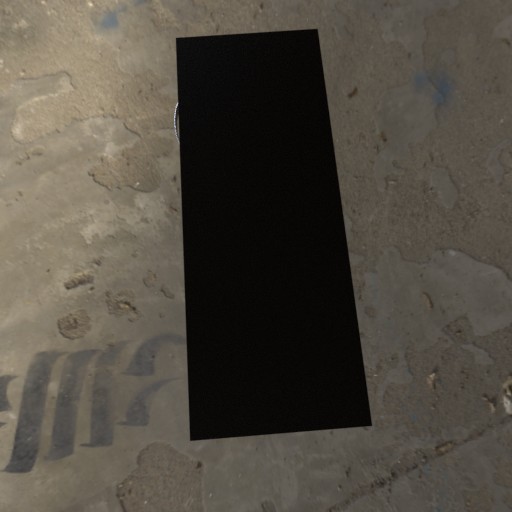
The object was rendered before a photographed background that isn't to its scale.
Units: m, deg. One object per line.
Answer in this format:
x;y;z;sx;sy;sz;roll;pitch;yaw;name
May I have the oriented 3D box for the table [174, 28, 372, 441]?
0.000;0.000;1.357;0.380;0.790;0.930;-4;75;-1;table
